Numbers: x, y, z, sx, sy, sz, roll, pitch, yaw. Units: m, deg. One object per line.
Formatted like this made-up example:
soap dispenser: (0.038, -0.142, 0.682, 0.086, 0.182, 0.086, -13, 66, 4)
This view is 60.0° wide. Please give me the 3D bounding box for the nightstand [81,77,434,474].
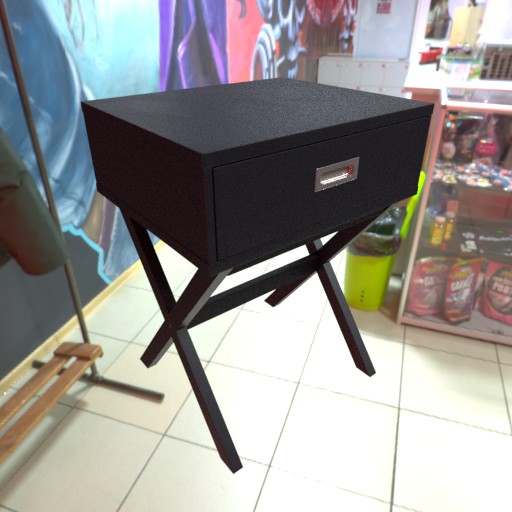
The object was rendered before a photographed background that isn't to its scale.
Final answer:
nightstand: (0.000, 0.000, 0.934, 0.479, 0.623, 0.402, -21, 36, -33)
